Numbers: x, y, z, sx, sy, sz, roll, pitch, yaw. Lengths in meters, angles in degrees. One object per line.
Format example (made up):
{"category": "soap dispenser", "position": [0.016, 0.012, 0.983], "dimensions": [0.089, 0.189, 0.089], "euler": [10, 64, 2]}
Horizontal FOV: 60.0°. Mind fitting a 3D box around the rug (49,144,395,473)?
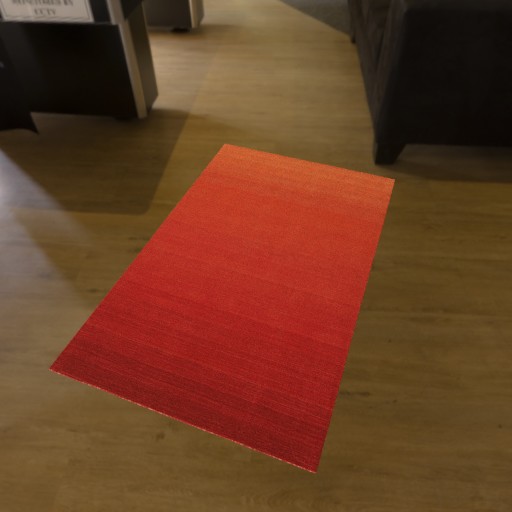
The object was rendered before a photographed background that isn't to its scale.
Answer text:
{"category": "rug", "position": [0.000, 0.000, 3.052], "dimensions": [1.531, 0.010, 2.442], "euler": [15, 48, 14]}
